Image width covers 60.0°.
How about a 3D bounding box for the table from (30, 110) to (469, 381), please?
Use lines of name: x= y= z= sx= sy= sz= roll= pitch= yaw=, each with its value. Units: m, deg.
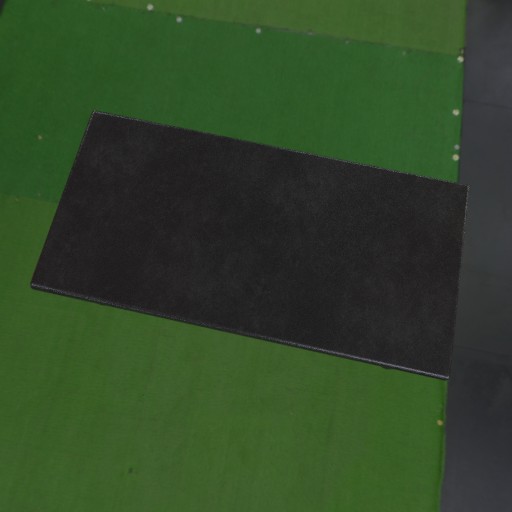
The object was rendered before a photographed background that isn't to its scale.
table: x=0.000 y=0.000 z=1.502 sx=1.171 sy=0.487 sz=0.580 roll=12 pitch=75 yaw=3
